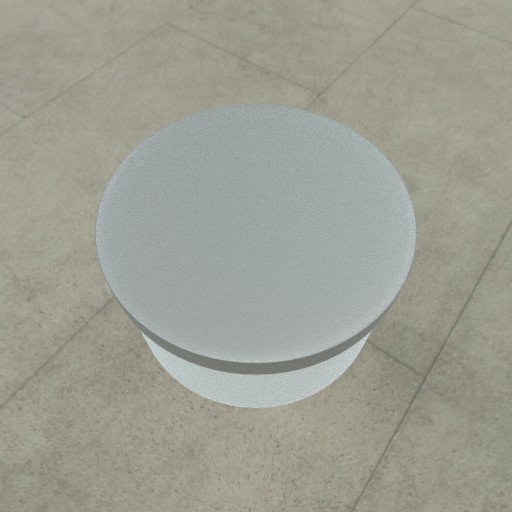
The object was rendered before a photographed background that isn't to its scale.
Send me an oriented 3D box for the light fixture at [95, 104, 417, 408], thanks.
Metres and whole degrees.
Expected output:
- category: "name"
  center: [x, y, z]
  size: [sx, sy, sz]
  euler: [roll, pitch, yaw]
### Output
- category: "light fixture"
  center: [0.000, 0.000, 0.645]
  size: [0.393, 0.229, 0.393]
  euler: [0, 58, 0]
